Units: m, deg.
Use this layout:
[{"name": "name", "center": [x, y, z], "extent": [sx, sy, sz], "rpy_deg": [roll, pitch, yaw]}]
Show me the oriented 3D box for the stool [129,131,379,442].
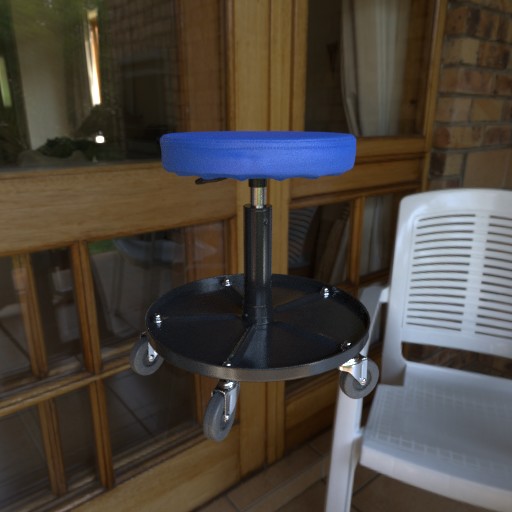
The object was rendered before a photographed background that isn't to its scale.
[{"name": "stool", "center": [0.000, 0.000, 0.684], "extent": [0.381, 0.365, 0.382], "rpy_deg": [-16, 24, -42]}]
